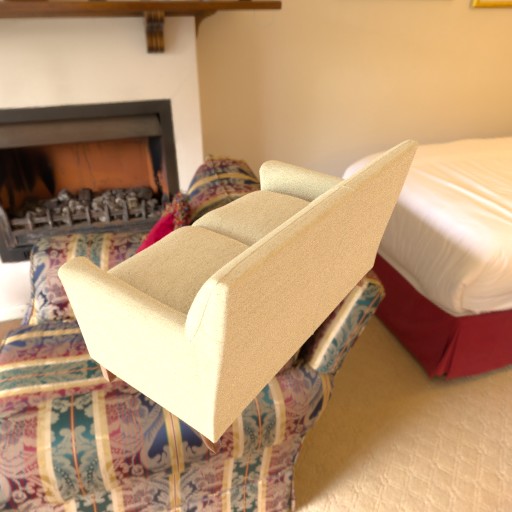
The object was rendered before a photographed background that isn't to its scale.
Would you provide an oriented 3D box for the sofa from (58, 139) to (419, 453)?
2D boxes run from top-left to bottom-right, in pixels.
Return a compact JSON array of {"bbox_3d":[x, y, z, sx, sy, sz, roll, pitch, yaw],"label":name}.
[{"bbox_3d":[0.000,0.000,2.071,0.891,0.892,1.482,21,37,30],"label":"sofa"}]
